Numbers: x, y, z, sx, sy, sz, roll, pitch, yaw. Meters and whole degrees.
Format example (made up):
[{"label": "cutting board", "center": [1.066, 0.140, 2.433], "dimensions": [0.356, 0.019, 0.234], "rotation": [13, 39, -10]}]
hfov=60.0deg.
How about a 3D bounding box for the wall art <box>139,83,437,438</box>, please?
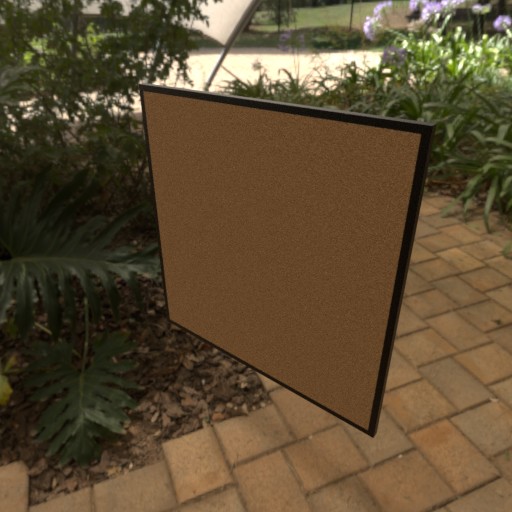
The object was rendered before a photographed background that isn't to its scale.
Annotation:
[{"label": "wall art", "center": [0.000, 0.000, 0.678], "dimensions": [0.457, 0.458, 0.012], "rotation": [21, 35, 33]}]
